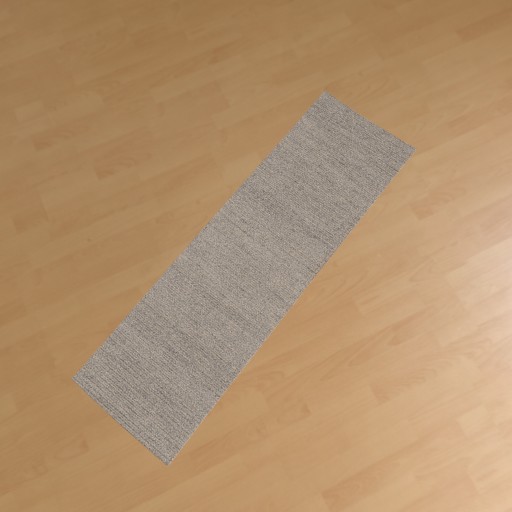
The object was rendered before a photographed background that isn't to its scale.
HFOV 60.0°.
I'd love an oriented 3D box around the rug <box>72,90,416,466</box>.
[{"bbox_3d":[0.000,0.000,2.561,0.692,0.032,2.320,38,78,10],"label":"rug"}]
